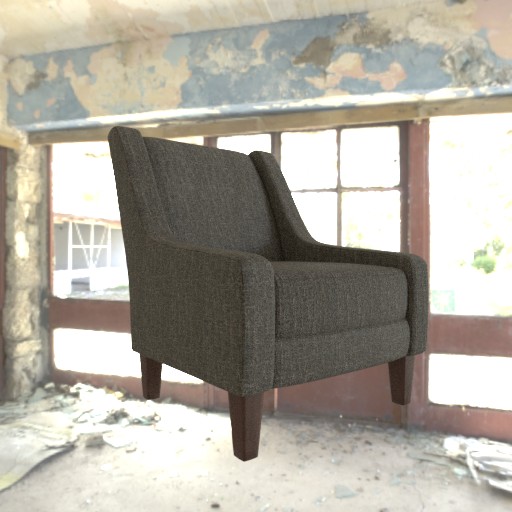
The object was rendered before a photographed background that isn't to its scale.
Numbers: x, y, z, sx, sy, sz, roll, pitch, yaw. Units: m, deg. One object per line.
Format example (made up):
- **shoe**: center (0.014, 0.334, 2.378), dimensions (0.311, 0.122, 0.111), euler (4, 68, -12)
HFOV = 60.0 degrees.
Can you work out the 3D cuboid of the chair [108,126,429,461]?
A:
- **chair**: center (0.000, 0.000, 1.633), dimensions (0.793, 1.012, 0.944), euler (0, 1, -37)
